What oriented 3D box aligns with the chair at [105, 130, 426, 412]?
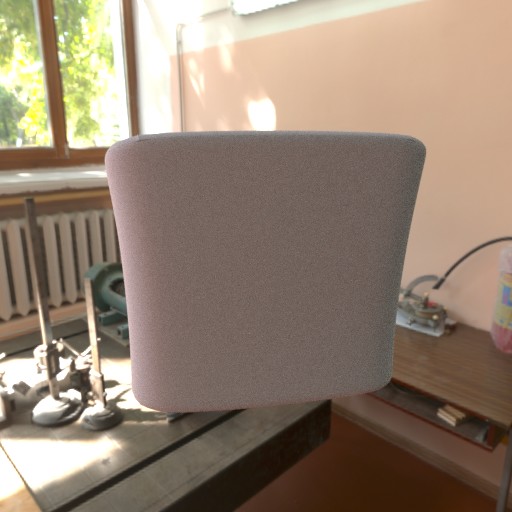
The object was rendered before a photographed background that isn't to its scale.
[{"bbox_3d":[0.000,0.000,1.336,0.790,0.720,0.700,-3,15,-10],"label":"chair"}]
